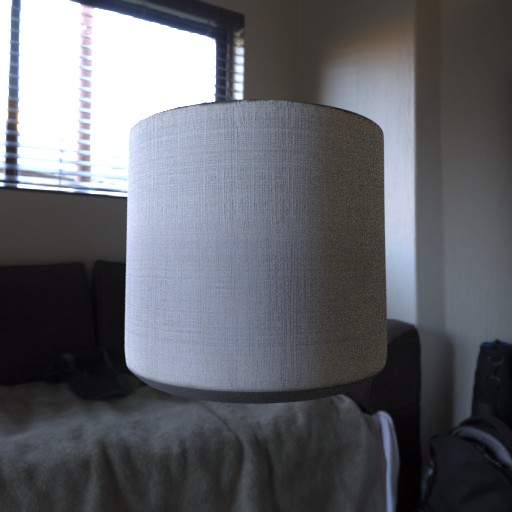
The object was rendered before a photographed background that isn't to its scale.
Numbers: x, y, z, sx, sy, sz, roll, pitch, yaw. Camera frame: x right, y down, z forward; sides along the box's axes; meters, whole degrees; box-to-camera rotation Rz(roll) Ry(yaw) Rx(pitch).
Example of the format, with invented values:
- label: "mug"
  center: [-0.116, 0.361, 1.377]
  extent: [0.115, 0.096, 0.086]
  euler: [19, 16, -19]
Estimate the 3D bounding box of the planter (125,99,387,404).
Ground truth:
- label: "planter"
  center: [0.000, 0.000, 0.390]
  extent: [0.221, 0.201, 0.221]
  euler: [0, -1, 0]
